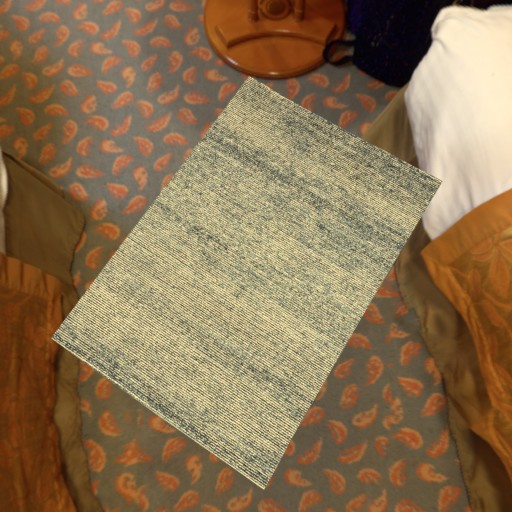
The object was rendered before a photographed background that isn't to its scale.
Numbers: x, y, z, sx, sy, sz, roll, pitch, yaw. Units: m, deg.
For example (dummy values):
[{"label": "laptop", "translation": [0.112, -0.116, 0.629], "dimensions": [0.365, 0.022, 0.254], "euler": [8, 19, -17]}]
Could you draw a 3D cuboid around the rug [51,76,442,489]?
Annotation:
[{"label": "rug", "translation": [0.000, 0.000, 2.977], "dimensions": [1.624, 0.030, 2.349], "euler": [32, 77, 8]}]
